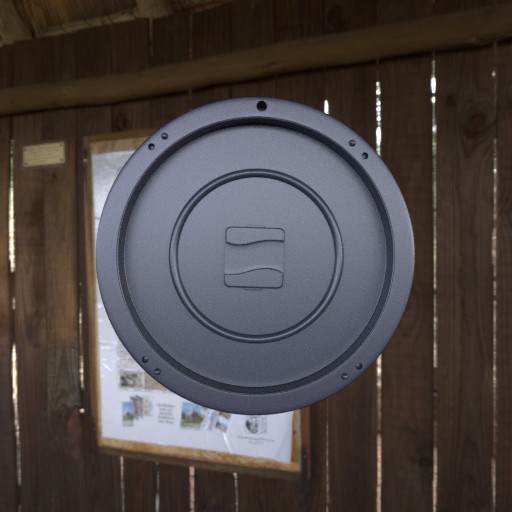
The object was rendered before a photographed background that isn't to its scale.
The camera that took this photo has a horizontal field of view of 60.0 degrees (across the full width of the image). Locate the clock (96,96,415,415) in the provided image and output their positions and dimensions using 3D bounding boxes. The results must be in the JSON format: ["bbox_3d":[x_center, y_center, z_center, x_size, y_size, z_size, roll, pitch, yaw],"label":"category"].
[{"bbox_3d":[0.000,0.000,0.441,0.300,0.300,0.060,0,0,-1],"label":"clock"}]
